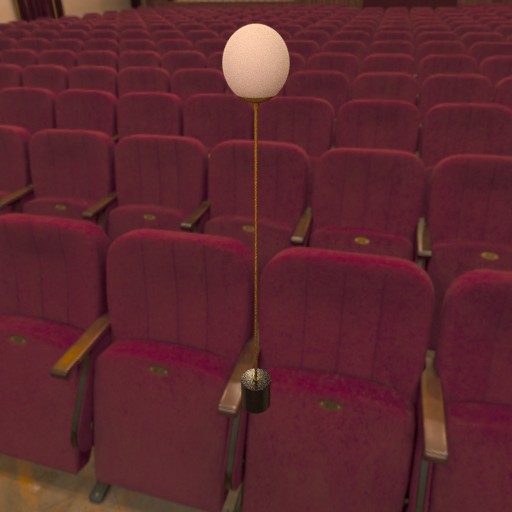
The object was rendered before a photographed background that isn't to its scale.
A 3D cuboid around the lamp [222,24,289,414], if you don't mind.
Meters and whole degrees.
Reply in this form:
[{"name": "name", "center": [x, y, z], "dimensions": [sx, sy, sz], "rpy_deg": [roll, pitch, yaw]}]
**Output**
[{"name": "lamp", "center": [0.000, 0.000, 1.883], "dimensions": [0.229, 1.748, 0.229], "rpy_deg": [8, 30, 14]}]
